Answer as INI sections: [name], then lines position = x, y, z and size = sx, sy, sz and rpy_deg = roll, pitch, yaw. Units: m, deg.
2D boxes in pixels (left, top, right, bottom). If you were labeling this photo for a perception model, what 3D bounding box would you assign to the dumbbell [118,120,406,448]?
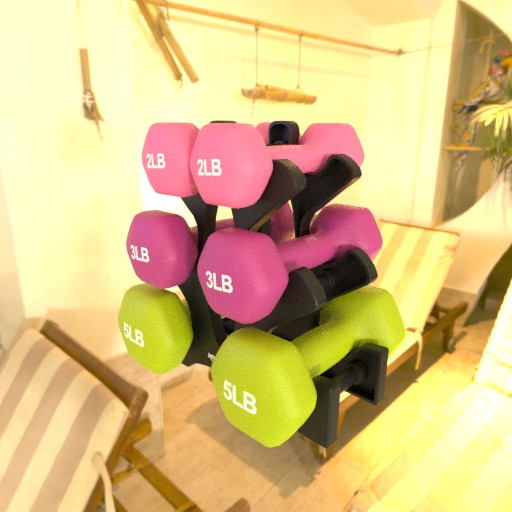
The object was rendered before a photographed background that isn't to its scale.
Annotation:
[dumbbell]
position = 0.000, 0.000, 0.447
size = 0.257, 0.261, 0.203
rpy_deg = 16, 23, 41
